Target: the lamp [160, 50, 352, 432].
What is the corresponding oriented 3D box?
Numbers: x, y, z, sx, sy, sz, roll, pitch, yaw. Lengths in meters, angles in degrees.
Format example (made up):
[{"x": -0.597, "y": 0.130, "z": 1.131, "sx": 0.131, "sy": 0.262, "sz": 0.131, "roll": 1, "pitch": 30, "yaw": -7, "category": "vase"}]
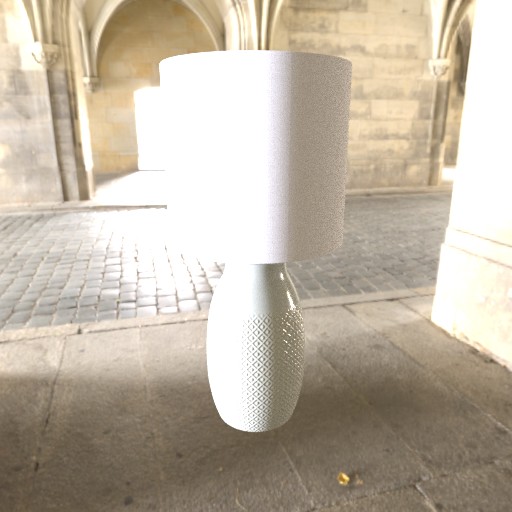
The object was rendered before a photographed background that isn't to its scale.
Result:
[{"x": 0.000, "y": 0.000, "z": 0.571, "sx": 0.217, "sy": 0.453, "sz": 0.217, "roll": 8, "pitch": 18, "yaw": 26, "category": "lamp"}]
